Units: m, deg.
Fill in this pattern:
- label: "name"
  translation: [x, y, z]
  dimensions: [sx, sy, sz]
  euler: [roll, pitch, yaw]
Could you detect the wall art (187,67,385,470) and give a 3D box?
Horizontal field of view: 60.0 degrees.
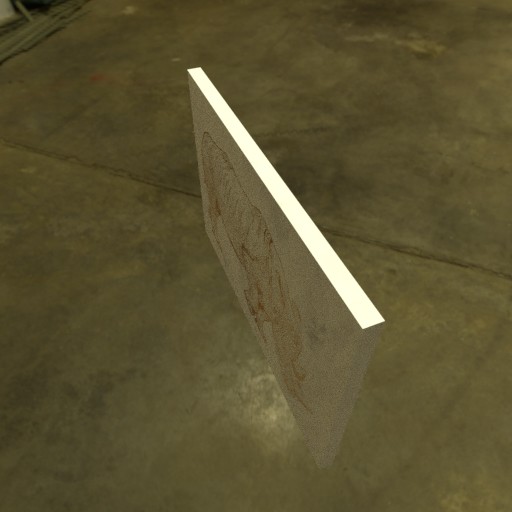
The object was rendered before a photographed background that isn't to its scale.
- label: "wall art"
  translation: [0.000, 0.000, 1.157]
  dimensions: [0.038, 0.610, 0.915]
  euler: [-16, 49, -15]
